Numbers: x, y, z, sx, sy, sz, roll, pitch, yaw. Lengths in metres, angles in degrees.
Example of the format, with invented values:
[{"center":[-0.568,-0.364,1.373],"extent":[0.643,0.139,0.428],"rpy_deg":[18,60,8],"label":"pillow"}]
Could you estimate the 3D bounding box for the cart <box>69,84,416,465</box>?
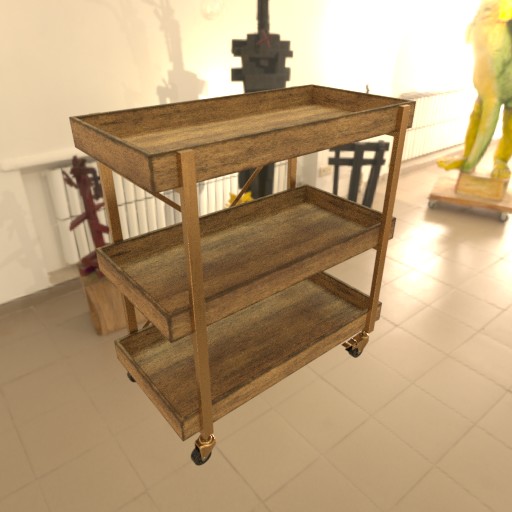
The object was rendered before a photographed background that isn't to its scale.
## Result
[{"center":[0.000,0.000,1.240],"extent":[0.750,0.799,0.416],"rpy_deg":[-22,36,-33],"label":"cart"}]
